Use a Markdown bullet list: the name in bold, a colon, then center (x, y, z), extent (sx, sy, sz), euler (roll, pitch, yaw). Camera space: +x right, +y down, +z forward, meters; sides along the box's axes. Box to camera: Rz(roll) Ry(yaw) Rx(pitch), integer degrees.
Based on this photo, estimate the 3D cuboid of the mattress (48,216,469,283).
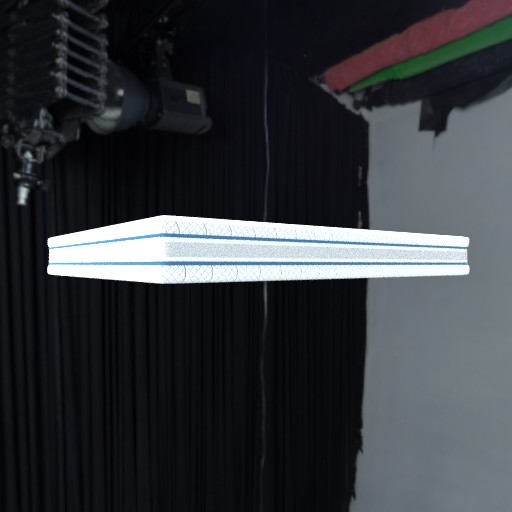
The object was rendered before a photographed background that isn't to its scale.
- **mattress**: center (0.000, 0.000, 2.684), extent (2.000, 0.230, 1.600), euler (1, -1, -37)
